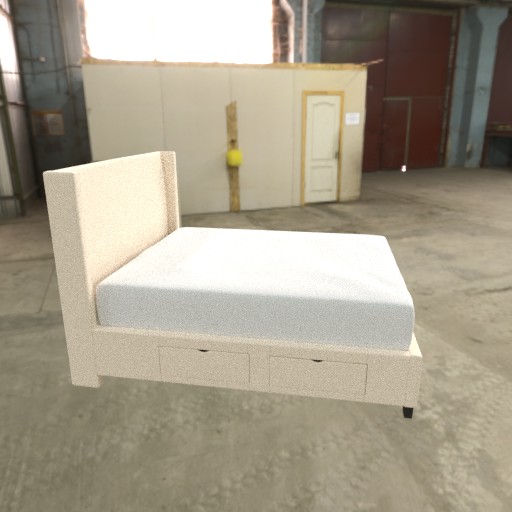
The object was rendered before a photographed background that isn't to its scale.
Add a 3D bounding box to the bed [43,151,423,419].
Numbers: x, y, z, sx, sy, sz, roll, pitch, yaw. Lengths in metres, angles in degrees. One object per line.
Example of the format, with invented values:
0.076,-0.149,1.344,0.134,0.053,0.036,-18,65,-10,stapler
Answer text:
0.000,0.000,3.495,2.280,1.471,1.765,3,17,9,bed
